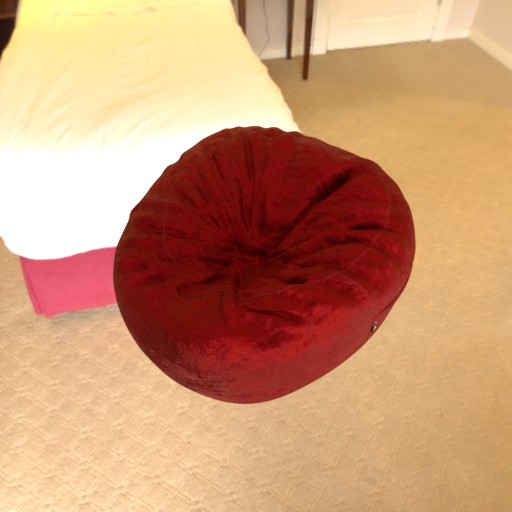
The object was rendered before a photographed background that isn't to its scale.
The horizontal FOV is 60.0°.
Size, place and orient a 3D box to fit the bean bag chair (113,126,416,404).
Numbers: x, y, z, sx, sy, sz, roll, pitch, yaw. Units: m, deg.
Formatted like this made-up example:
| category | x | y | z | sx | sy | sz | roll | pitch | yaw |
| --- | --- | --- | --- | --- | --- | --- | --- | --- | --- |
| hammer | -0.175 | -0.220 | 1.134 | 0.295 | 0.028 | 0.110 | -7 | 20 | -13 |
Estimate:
| category | x | y | z | sx | sy | sz | roll | pitch | yaw |
| --- | --- | --- | --- | --- | --- | --- | --- | --- | --- |
| bean bag chair | 0.000 | 0.000 | 2.455 | 1.524 | 0.878 | 1.524 | 30 | 54 | 25 |
